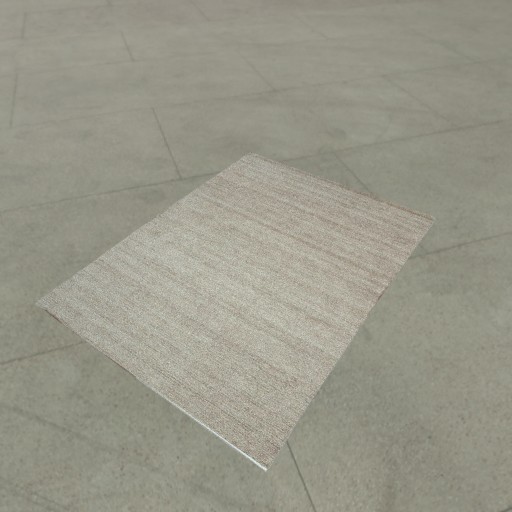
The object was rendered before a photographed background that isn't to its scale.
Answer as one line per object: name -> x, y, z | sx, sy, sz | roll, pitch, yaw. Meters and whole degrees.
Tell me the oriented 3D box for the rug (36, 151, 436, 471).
rug -> 0.000, 0.000, 4.265 | 2.434, 0.045, 3.202 | 26, 49, 25
